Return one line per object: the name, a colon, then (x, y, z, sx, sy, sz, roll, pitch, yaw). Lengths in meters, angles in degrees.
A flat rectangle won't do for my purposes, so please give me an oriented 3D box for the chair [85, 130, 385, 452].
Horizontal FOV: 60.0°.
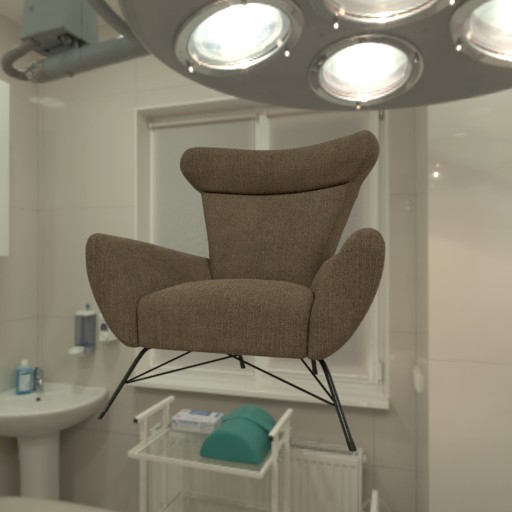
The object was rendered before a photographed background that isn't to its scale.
chair: (0.000, 0.000, 1.726, 0.980, 1.040, 0.900, 0, 0, 17)
